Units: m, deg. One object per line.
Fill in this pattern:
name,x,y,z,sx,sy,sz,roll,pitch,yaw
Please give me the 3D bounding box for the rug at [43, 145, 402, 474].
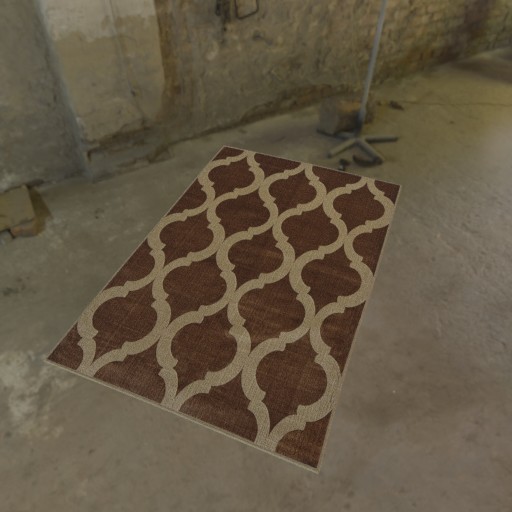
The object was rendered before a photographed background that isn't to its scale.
rug,0.000,0.000,2.893,1.526,0.014,2.290,16,48,15
